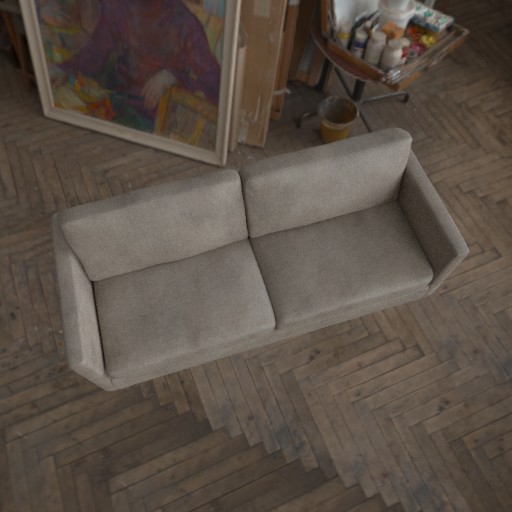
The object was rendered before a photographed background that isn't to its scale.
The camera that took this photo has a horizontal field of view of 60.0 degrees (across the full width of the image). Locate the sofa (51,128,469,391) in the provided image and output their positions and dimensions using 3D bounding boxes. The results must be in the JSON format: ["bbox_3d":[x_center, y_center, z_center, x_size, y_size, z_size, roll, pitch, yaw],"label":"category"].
[{"bbox_3d":[0.000,0.000,2.712,2.208,0.965,0.951,-15,64,-7],"label":"sofa"}]
